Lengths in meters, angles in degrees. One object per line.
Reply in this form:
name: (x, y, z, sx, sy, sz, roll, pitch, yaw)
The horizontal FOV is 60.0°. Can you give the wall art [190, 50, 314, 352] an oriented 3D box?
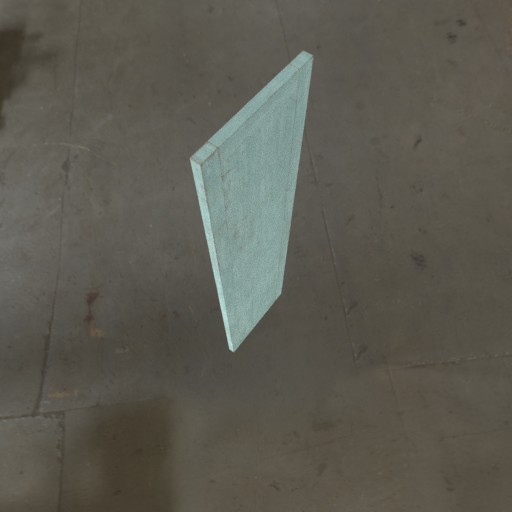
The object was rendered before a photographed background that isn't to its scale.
wall art: (0.000, 0.000, 1.335, 0.025, 1.219, 0.329, 35, 68, 16)
